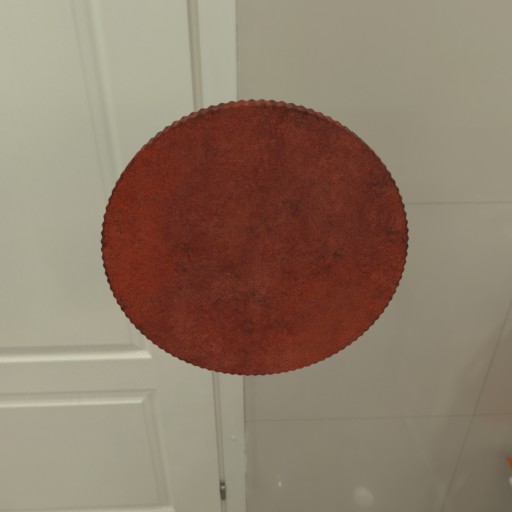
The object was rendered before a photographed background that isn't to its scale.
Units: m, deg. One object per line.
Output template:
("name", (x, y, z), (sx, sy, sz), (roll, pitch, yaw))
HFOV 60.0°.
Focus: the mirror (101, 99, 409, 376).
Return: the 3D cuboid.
("mirror", (0.000, 0.000, 0.909), (0.609, 0.609, 0.056), (-1, 29, -2))
